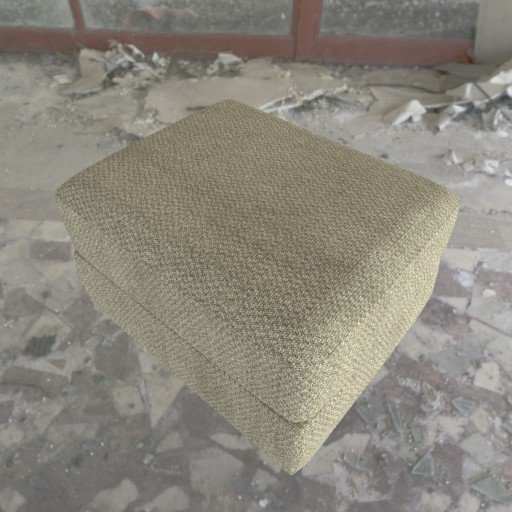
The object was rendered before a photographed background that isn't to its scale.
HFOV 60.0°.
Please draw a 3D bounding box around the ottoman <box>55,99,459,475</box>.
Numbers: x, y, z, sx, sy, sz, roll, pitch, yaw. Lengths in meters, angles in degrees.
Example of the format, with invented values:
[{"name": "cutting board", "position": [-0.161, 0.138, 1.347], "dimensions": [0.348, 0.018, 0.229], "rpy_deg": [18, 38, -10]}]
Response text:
[{"name": "ottoman", "position": [0.000, 0.000, 1.101], "dimensions": [0.751, 0.476, 0.603], "rpy_deg": [31, 53, 28]}]
